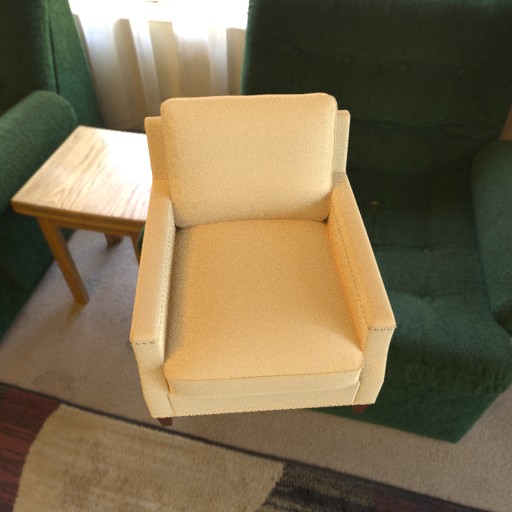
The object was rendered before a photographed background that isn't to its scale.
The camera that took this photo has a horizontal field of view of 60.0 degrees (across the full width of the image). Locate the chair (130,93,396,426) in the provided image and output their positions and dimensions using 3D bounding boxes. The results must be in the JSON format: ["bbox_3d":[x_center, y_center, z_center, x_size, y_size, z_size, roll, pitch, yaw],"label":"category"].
[{"bbox_3d":[0.000,0.000,1.738,0.853,0.943,1.014,-3,47,-3],"label":"chair"}]
